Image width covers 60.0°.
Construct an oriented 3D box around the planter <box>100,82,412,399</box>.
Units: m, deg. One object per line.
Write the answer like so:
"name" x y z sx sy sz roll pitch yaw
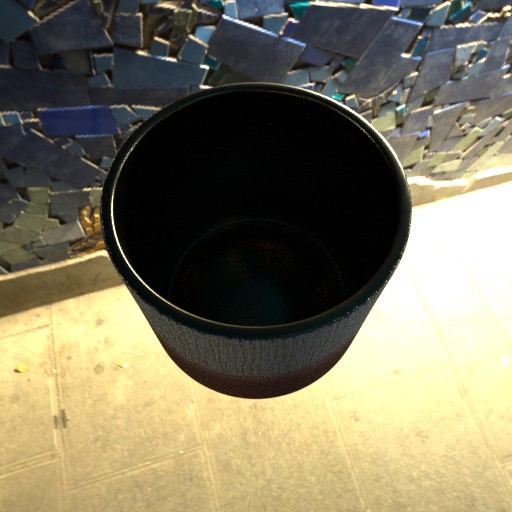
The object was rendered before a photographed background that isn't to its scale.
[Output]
"planter" 0.000 0.000 0.397 0.221 0.201 0.221 0 62 0
